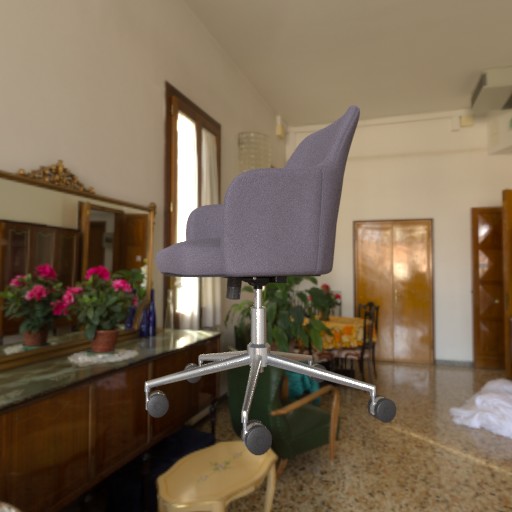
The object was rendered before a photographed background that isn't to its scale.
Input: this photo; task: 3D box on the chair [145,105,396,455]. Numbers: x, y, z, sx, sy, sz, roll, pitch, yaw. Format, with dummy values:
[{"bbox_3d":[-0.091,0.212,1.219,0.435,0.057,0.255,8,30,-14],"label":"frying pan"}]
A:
[{"bbox_3d":[0.000,0.000,1.238,0.600,0.820,0.655,1,-2,-18],"label":"chair"}]
